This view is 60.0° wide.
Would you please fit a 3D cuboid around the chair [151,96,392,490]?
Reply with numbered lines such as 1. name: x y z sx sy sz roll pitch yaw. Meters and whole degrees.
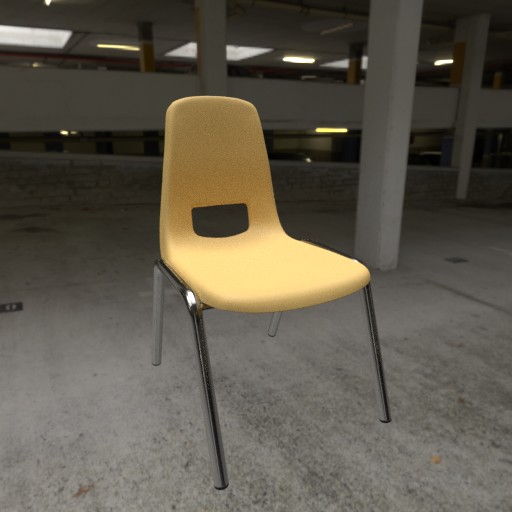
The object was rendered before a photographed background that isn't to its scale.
1. chair: 0.000 0.000 0.836 0.354 0.586 0.423 -9 19 -27
